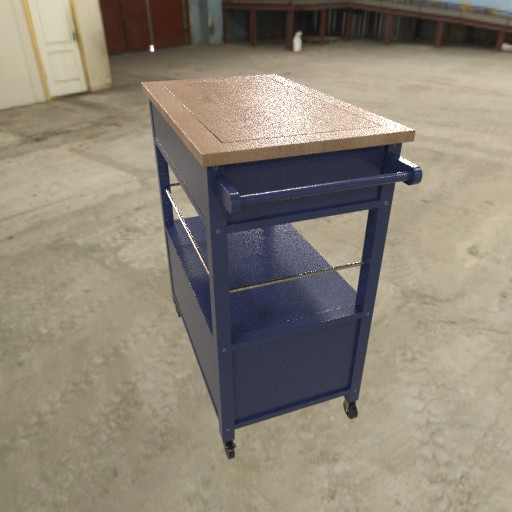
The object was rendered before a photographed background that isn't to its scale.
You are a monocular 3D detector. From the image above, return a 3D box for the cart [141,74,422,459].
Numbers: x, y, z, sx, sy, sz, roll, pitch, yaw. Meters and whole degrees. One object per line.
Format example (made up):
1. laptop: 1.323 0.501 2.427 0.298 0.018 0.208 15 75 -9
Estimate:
1. cart: 0.000 0.000 1.360 0.459 0.901 0.840 -11 33 -17
